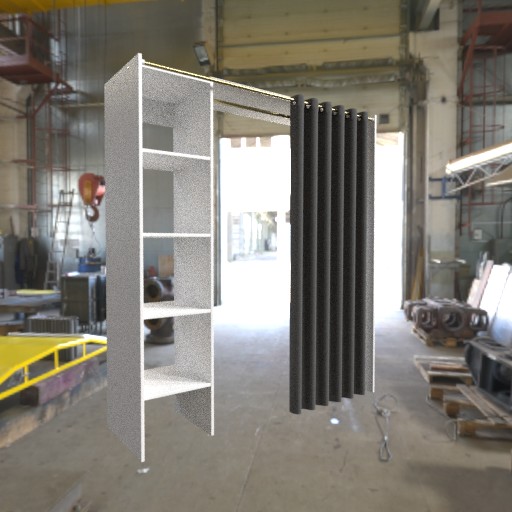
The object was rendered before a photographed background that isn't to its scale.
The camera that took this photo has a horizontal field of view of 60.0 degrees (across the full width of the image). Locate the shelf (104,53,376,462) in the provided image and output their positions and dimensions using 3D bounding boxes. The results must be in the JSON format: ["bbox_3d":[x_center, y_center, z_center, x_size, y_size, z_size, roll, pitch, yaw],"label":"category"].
[{"bbox_3d":[0.000,0.000,2.610,1.600,1.810,0.500,-1,2,-36],"label":"shelf"}]
